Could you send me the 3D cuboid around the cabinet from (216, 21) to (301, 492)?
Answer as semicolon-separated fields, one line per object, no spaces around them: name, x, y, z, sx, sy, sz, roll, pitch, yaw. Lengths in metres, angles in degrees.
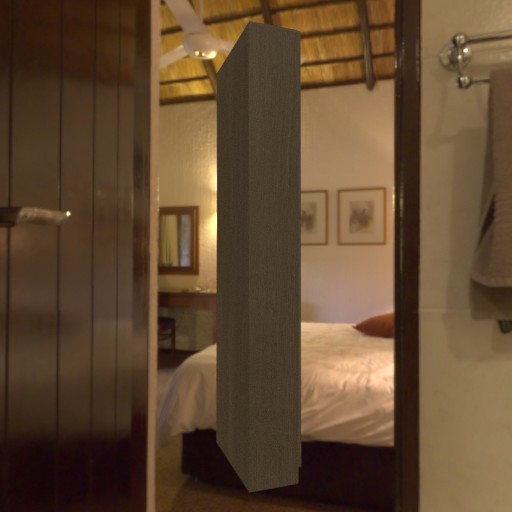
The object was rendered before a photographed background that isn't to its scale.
cabinet;0.000;0.000;1.957;0.230;1.790;0.500;0;-1;-19
